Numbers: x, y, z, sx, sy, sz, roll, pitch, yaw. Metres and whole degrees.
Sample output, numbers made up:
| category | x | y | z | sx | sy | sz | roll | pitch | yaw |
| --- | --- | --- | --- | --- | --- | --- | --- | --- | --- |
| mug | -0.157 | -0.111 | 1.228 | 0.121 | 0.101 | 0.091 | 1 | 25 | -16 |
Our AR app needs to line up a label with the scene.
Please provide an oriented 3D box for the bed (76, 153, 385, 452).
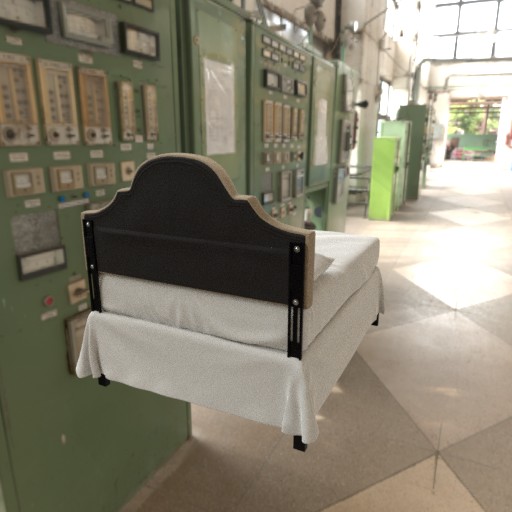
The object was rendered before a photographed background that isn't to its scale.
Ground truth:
| category | x | y | z | sx | sy | sz | roll | pitch | yaw |
| --- | --- | --- | --- | --- | --- | --- | --- | --- | --- |
| bed | 0.000 | 0.000 | 3.476 | 1.780 | 1.634 | 2.222 | 7 | 17 | 26 |
